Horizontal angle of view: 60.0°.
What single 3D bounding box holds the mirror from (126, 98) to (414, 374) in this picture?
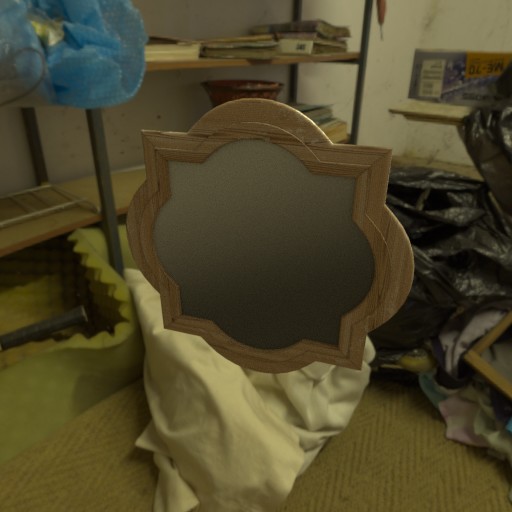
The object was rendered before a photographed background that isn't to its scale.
[{"bbox_3d":[0.000,0.000,1.042,0.686,0.686,0.019,9,28,16],"label":"mirror"}]
